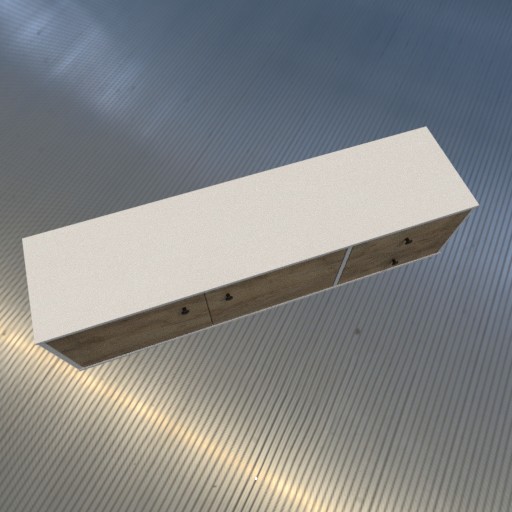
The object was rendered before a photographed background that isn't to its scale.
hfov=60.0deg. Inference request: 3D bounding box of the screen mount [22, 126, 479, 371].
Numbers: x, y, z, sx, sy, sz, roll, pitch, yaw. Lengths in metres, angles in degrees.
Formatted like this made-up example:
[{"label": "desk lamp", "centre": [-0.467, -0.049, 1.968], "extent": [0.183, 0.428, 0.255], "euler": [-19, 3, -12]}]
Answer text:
[{"label": "screen mount", "centre": [0.000, 0.000, 1.822], "extent": [1.600, 0.520, 0.418], "euler": [-17, 65, -8]}]
